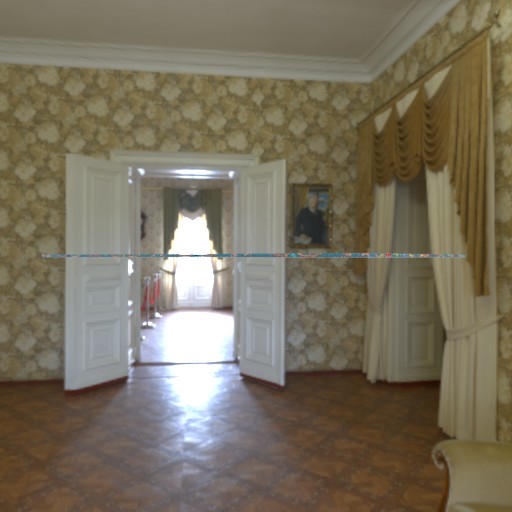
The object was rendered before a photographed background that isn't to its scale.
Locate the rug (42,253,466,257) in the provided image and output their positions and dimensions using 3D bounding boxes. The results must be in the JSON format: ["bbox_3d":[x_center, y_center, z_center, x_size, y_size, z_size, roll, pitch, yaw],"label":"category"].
[{"bbox_3d":[0.000,0.000,4.190,3.204,0.025,2.434,0,0,36],"label":"rug"}]
